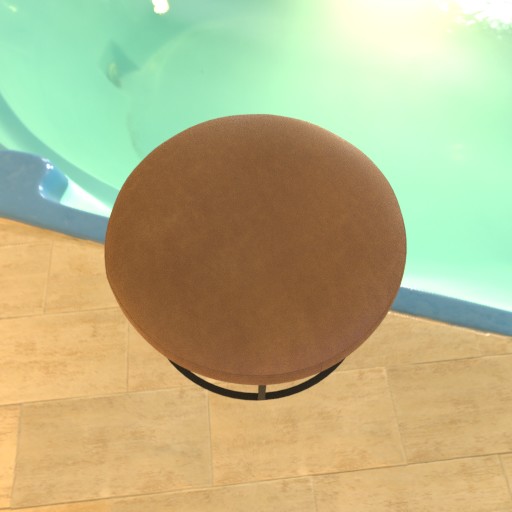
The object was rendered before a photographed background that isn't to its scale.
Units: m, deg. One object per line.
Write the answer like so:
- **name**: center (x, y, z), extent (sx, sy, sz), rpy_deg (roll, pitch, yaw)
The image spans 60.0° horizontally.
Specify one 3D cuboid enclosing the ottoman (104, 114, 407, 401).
- **ottoman**: center (0.000, 0.000, 1.282), extent (0.771, 0.460, 0.771), rpy_deg (0, 63, 0)
